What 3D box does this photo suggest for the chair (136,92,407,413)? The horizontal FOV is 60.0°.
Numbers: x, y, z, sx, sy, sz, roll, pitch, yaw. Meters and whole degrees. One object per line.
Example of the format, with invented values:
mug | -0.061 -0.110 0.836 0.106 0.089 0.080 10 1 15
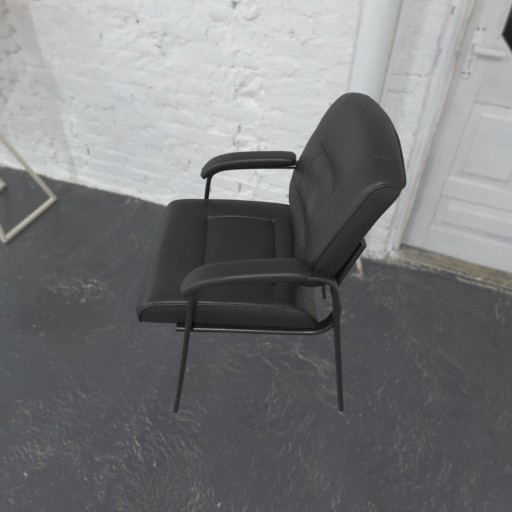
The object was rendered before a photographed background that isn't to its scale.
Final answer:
chair | 0.000 0.000 1.364 0.668 0.910 0.591 0 43 0
